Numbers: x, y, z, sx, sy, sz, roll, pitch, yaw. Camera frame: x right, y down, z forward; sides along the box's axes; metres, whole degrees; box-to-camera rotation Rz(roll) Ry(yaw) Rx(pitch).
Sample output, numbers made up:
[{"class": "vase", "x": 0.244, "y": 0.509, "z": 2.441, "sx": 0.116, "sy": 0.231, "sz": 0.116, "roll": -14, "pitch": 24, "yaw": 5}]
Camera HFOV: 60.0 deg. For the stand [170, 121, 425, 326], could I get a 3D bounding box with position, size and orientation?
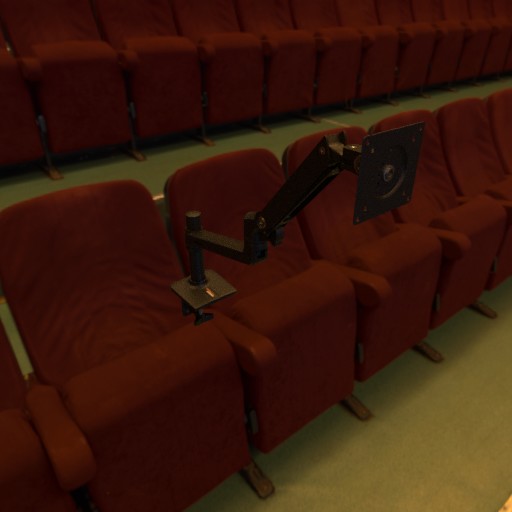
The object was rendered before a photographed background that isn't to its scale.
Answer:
[{"class": "stand", "x": 0.000, "y": 0.000, "z": 1.034, "sx": 0.152, "sy": 0.713, "sz": 0.650, "roll": -22, "pitch": 36, "yaw": -33}]
